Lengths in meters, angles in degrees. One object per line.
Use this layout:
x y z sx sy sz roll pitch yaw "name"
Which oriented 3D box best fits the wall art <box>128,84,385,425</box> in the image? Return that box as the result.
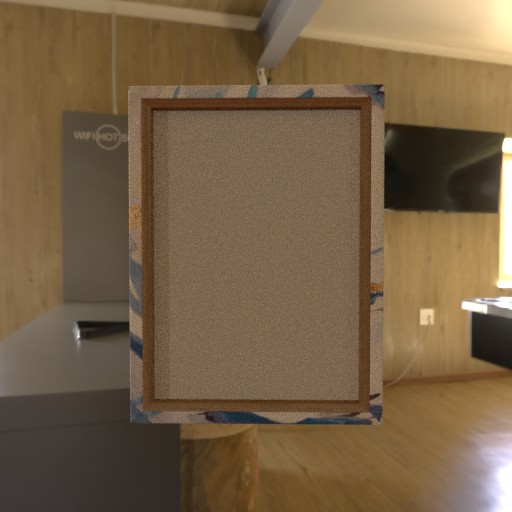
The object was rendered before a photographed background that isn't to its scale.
0.000 0.000 1.343 0.761 1.015 0.038 0 1 1 "wall art"
